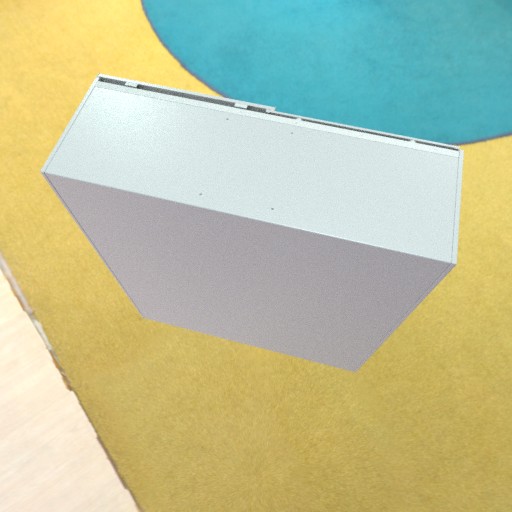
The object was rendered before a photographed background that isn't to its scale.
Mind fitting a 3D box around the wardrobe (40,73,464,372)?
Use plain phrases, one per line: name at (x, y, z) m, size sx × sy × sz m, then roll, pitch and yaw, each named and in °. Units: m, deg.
wardrobe at (0.000, 0.000, 2.834) m, size 1.780 × 1.960 × 0.629 m, roll 13°, pitch 64°, yaw 7°
